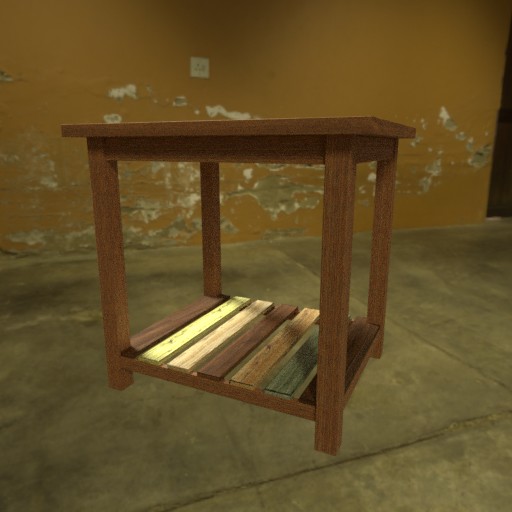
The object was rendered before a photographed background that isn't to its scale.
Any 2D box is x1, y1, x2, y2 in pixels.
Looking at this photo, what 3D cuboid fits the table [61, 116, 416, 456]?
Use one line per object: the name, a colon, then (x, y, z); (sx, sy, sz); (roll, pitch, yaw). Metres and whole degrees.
table: (0.000, 0.000, 1.132); (0.660, 0.635, 0.559); (7, 16, 25)
